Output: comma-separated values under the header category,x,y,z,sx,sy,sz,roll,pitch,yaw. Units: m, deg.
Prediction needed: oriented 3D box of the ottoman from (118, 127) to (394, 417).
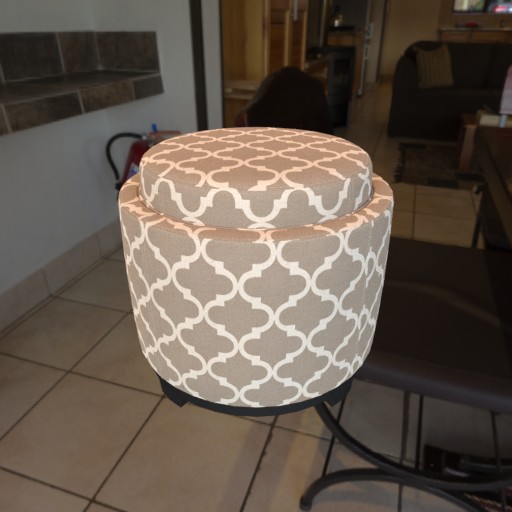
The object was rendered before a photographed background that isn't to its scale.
category,x,y,z,sx,sy,sz,roll,pitch,yaw
ottoman,0.000,0.000,0.852,0.480,0.429,0.480,0,28,0
